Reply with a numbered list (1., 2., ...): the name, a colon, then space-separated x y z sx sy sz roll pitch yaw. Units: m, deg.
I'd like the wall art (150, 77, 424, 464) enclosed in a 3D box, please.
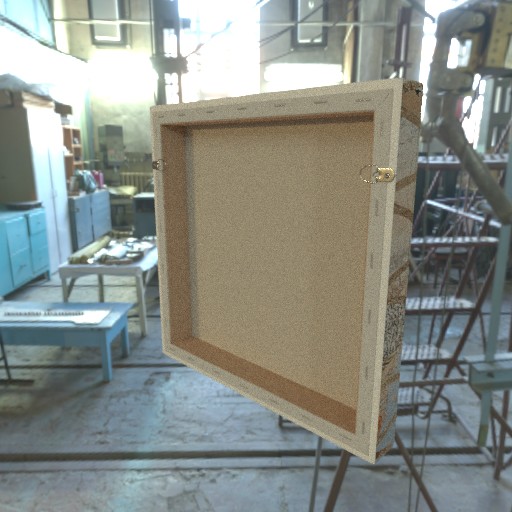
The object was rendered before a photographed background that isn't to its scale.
1. wall art: 0.000 0.000 0.446 0.303 0.304 0.036 13 18 42
